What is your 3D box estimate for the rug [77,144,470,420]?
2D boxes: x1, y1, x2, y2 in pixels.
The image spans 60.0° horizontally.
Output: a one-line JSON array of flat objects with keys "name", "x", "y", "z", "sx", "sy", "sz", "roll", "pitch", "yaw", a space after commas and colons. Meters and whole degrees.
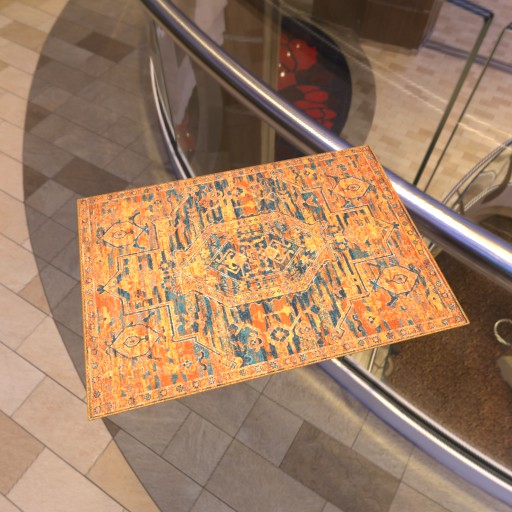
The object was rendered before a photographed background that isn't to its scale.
[{"name": "rug", "x": 0.000, "y": 0.000, "z": 3.785, "sx": 2.916, "sy": 0.019, "sz": 2.043, "roll": -12, "pitch": 58, "yaw": -8}]
